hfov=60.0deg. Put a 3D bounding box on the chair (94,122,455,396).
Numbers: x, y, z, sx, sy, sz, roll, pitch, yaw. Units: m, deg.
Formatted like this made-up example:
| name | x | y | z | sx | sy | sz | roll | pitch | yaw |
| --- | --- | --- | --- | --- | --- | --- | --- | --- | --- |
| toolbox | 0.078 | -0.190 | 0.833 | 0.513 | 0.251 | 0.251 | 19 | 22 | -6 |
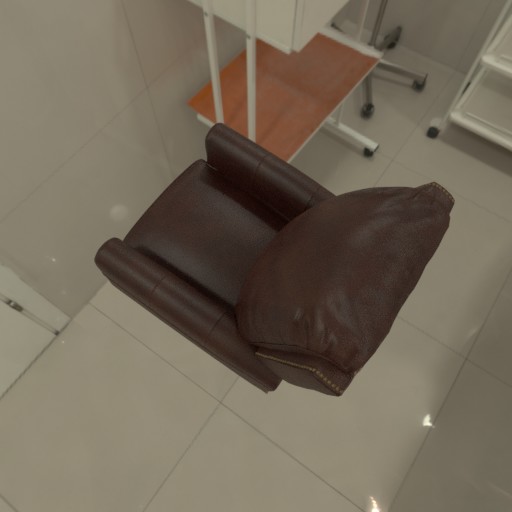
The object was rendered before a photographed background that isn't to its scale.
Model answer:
| name | x | y | z | sx | sy | sz | roll | pitch | yaw |
| --- | --- | --- | --- | --- | --- | --- | --- | --- | --- |
| chair | 0.000 | 0.000 | 1.783 | 1.089 | 1.022 | 0.826 | 33 | 69 | 14 |
